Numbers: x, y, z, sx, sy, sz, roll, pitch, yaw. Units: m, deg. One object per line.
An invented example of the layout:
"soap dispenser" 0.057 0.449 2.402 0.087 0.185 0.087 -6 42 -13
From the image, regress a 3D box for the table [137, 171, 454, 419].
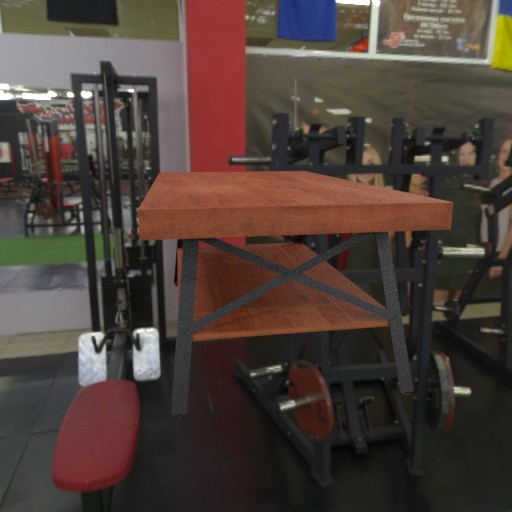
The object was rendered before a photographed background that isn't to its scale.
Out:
"table" 0.000 0.000 1.389 0.610 0.457 1.067 -2 14 -10
